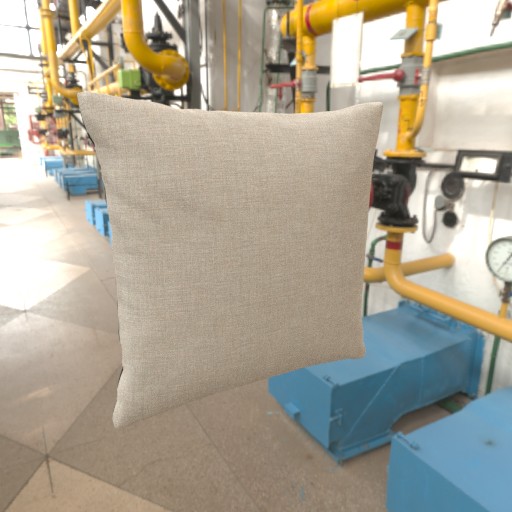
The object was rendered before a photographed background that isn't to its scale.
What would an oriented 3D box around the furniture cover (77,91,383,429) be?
[{"bbox_3d":[0.000,0.000,0.750,0.517,0.508,0.158,-8,18,-27],"label":"furniture cover"}]
